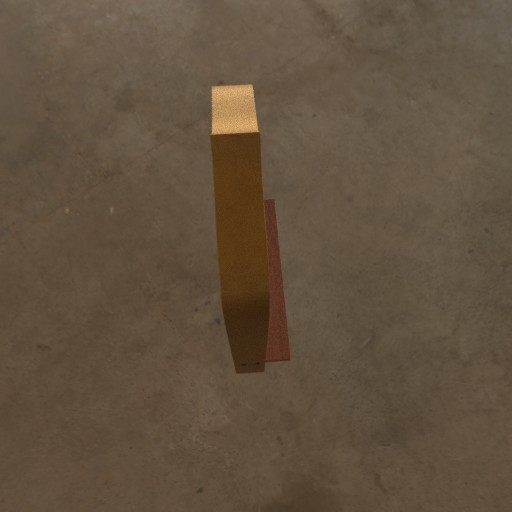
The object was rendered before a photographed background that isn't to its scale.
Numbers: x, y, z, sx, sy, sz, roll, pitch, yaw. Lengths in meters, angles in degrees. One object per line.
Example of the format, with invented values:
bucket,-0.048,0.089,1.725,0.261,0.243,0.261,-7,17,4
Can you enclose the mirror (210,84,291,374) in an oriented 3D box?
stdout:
mirror,0.000,0.000,0.736,0.096,0.613,0.323,-4,65,-2
